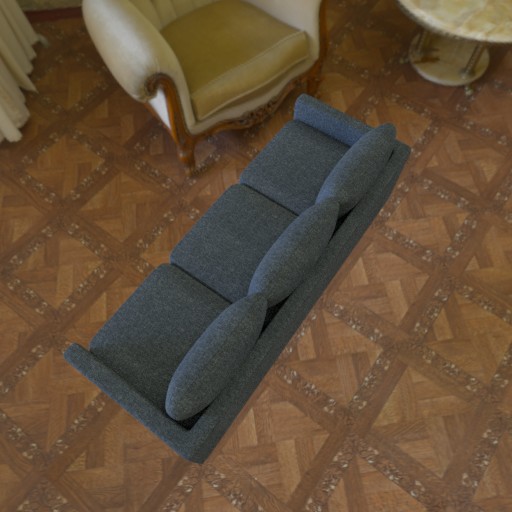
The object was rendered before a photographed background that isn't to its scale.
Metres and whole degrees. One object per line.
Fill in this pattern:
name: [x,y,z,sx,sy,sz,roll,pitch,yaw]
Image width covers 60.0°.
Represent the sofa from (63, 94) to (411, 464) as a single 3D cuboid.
sofa: [0.000,0.000,2.694,0.859,0.874,2.218,33,68,15]
